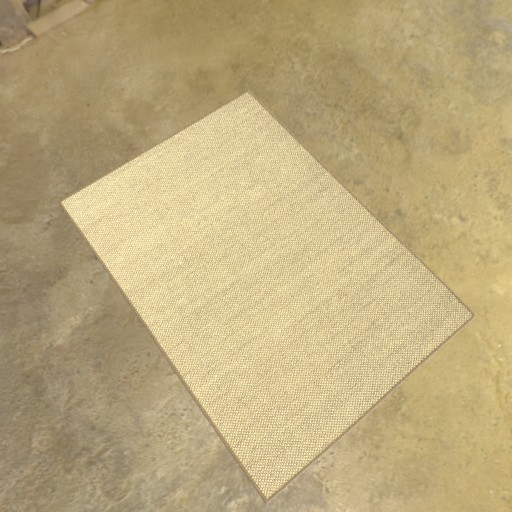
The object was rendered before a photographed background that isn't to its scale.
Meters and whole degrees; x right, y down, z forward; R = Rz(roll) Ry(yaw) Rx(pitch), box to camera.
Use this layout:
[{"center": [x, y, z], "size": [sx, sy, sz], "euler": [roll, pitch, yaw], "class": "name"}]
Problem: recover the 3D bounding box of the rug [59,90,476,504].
[{"center": [0.000, 0.000, 2.637], "size": [1.517, 0.013, 2.115], "euler": [-35, 71, -14], "class": "rug"}]
